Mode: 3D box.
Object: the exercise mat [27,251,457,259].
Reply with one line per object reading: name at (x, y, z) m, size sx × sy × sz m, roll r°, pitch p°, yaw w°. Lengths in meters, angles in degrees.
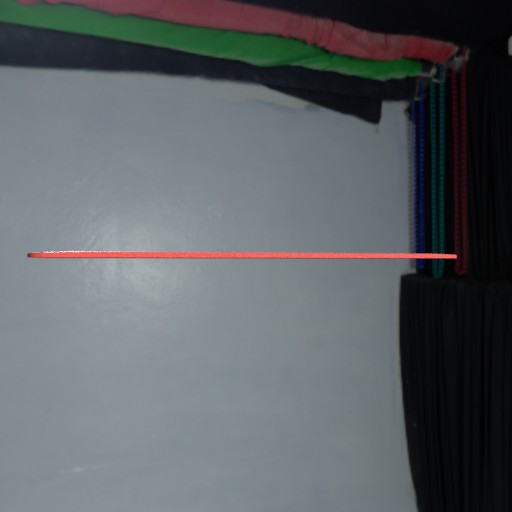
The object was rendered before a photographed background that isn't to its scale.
exercise mat at (0.000, 0.000, 2.093) m, size 1.869 × 0.021 × 0.616 m, roll 0°, pitch -1°, yaw -19°
